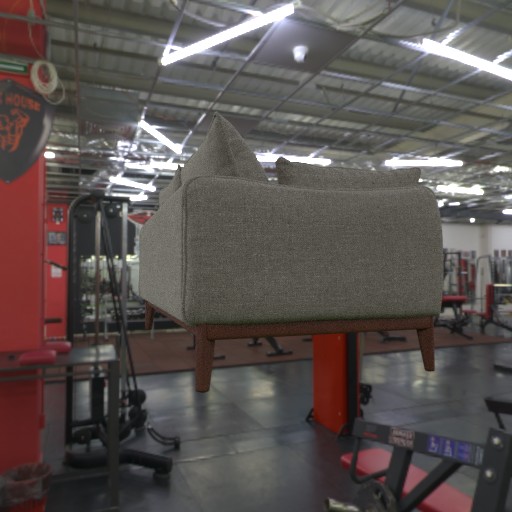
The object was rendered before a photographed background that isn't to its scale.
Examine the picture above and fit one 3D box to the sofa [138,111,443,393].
[{"bbox_3d":[0.000,0.000,2.129,0.972,0.851,1.580,1,-2,-20],"label":"sofa"}]
